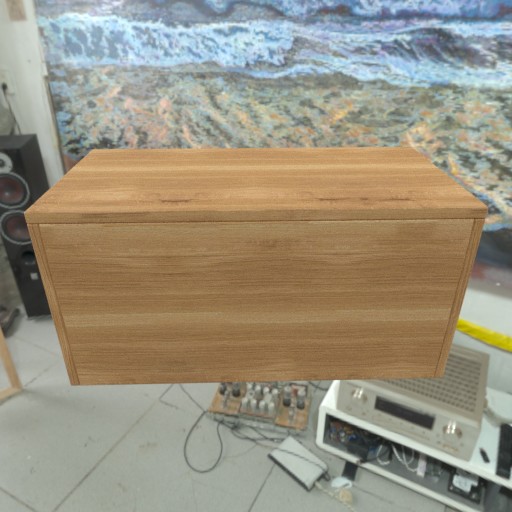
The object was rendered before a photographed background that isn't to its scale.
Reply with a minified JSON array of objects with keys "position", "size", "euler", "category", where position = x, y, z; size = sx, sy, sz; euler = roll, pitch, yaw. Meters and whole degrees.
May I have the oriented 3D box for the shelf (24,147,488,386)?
[{"position":[0.000,0.000,1.032],"size":[0.800,0.400,0.400],"euler":[-1,29,-1],"category":"shelf"}]
